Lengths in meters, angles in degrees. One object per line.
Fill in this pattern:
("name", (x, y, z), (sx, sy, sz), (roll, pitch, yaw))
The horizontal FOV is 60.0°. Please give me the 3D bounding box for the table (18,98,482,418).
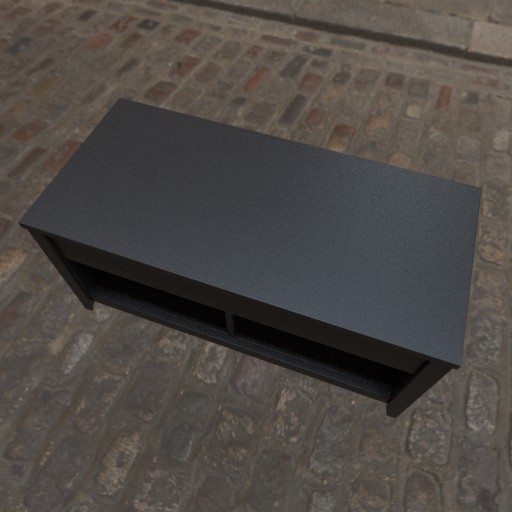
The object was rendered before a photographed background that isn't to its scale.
("table", (0.000, 0.000, 1.261), (1.016, 0.457, 0.483), (17, 59, 11))
